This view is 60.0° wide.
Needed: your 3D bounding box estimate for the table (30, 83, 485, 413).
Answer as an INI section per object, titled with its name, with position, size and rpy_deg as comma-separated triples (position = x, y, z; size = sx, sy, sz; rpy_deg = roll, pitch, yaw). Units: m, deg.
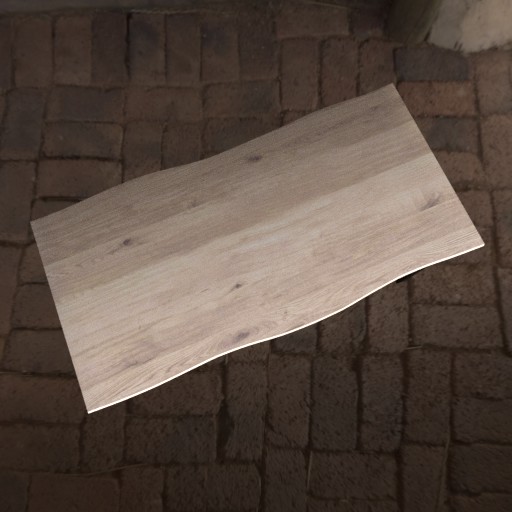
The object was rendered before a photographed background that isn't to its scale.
[table]
position = 0.000, 0.000, 2.302
size = 1.800, 0.780, 0.900
rpy_deg = -22, 76, -6
